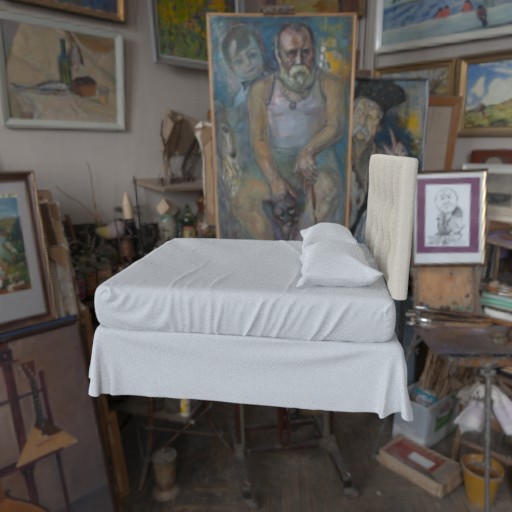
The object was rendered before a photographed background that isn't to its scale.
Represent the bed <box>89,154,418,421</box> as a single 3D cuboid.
[{"bbox_3d":[0.000,0.000,3.549,2.222,1.577,1.936,2,14,8],"label":"bed"}]
